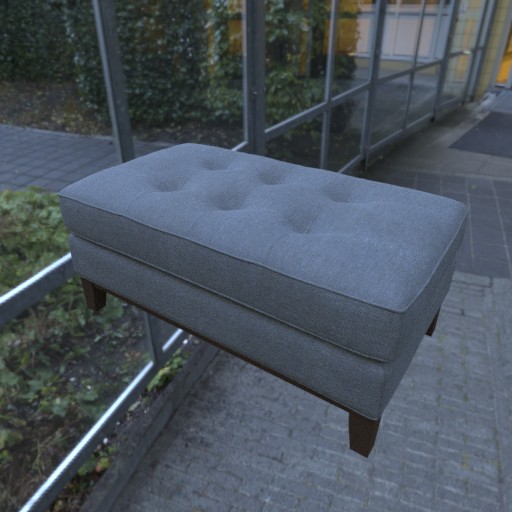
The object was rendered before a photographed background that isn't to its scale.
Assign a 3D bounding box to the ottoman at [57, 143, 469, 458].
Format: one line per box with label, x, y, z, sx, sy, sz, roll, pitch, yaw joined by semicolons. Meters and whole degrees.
ottoman;0.000;0.000;1.446;1.143;0.514;0.648;19;35;29
